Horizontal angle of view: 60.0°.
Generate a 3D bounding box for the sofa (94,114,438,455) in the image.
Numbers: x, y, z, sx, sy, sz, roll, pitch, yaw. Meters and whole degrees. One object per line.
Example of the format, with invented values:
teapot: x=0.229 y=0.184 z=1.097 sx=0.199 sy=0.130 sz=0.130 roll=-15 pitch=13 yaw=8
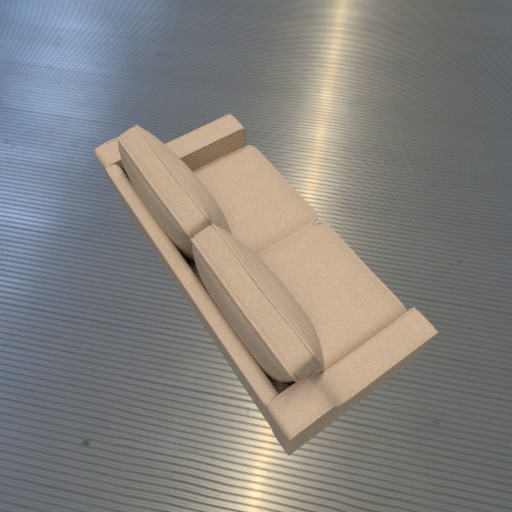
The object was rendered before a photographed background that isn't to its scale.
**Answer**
sofa: x=0.000 y=0.000 z=3.524 sx=1.351 sy=1.562 sz=2.587 roll=-30 pitch=63 yaw=-17
